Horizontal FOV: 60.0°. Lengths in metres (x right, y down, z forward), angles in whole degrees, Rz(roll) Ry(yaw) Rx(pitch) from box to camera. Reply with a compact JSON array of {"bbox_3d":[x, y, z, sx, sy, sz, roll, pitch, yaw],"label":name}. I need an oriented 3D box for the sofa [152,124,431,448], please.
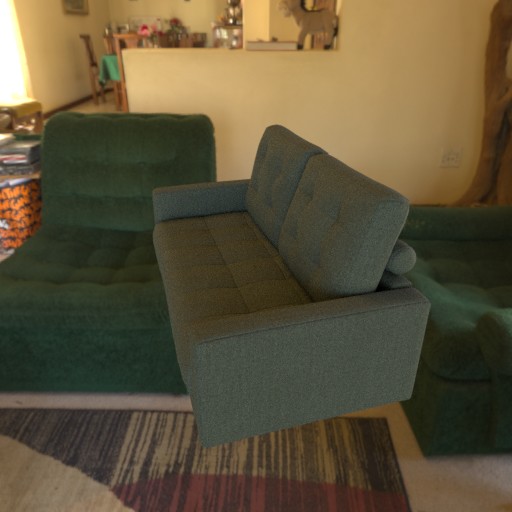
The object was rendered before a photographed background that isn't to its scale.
[{"bbox_3d":[0.000,0.000,1.981,0.842,0.907,1.407,-8,28,-15],"label":"sofa"}]
